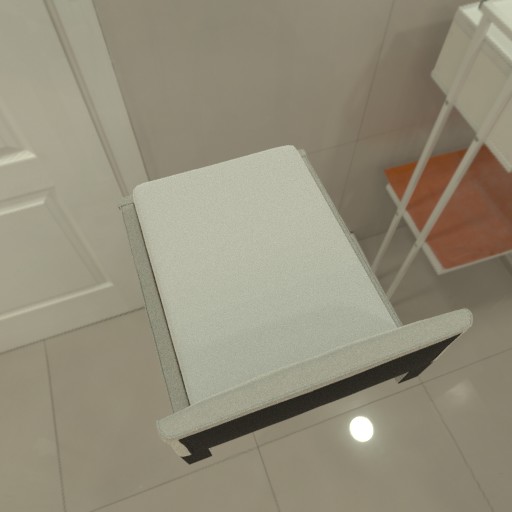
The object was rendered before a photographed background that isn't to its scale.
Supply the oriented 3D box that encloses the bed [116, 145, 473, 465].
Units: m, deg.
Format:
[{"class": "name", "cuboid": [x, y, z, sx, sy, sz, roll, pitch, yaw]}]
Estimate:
[{"class": "bed", "cuboid": [0.000, 0.000, 3.327, 1.840, 1.067, 2.368, -17, 60, -10]}]
